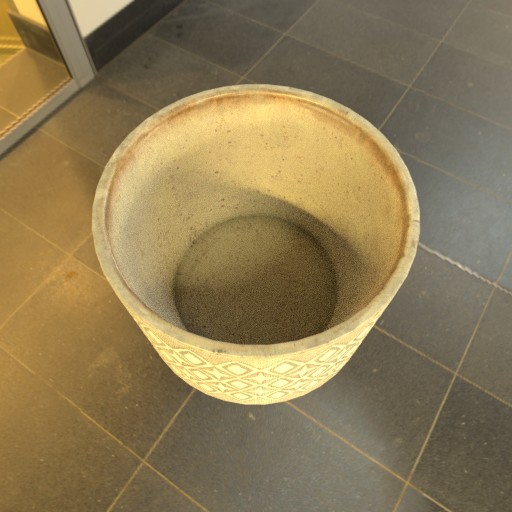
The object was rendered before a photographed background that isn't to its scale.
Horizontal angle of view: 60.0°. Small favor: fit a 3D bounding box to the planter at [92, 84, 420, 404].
[{"bbox_3d":[0.000,0.000,0.317,0.186,0.144,0.186,0,62,0],"label":"planter"}]
